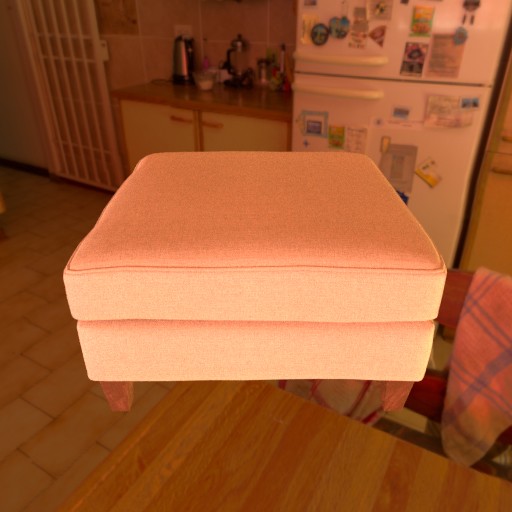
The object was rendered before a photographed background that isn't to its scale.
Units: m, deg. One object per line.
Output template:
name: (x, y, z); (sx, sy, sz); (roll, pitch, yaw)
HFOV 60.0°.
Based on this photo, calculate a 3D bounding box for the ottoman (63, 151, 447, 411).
ottoman: (0.000, 0.000, 1.369); (0.838, 0.503, 0.838); (0, 30, 0)
